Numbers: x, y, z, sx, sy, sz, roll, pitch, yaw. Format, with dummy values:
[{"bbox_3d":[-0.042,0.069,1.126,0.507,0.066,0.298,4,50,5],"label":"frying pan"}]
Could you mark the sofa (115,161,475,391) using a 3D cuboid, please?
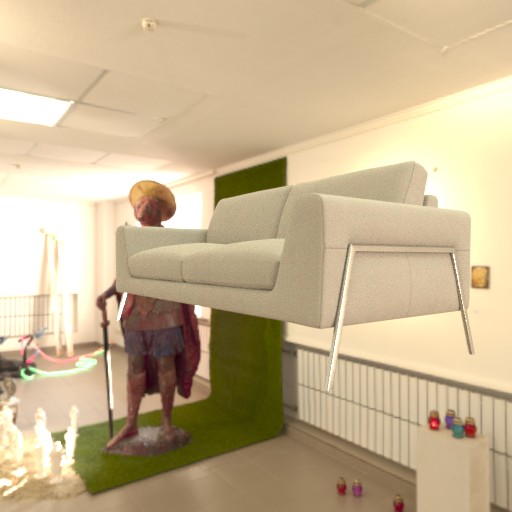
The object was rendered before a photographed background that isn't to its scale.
[{"bbox_3d":[0.000,0.000,2.506,0.953,0.875,2.017,0,0,-36],"label":"sofa"}]
